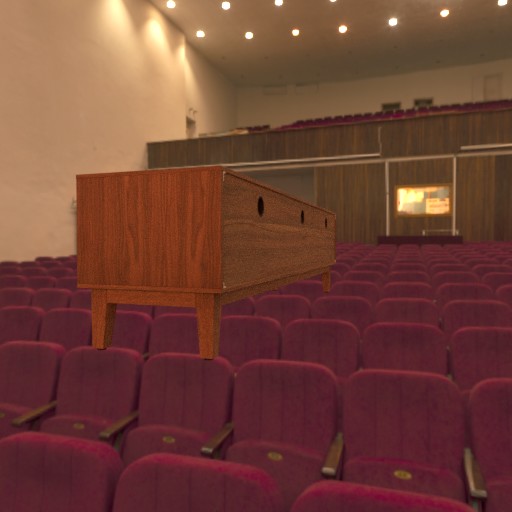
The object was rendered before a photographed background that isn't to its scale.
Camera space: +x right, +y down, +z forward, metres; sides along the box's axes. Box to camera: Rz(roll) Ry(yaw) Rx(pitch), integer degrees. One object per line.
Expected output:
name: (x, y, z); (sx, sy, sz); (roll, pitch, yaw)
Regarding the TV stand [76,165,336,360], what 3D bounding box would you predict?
TV stand: (0.000, 0.000, 1.669); (0.366, 0.409, 1.482); (1, 2, 19)
